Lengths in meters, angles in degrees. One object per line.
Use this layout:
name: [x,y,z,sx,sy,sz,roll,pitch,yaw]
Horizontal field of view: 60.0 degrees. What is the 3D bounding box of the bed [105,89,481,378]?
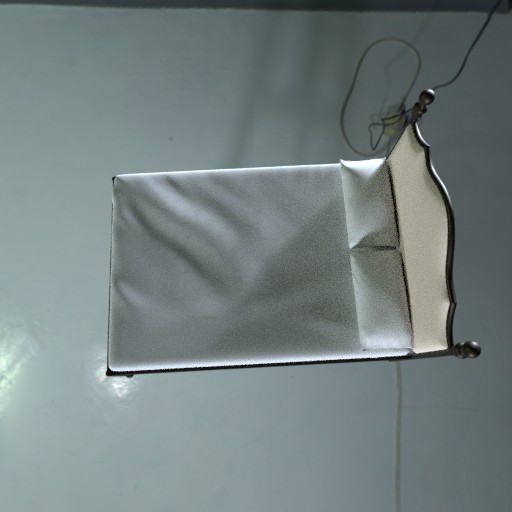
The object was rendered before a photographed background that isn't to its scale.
bed: [0.000,0.000,3.046,2.170,1.462,1.533,-3,75,-1]
